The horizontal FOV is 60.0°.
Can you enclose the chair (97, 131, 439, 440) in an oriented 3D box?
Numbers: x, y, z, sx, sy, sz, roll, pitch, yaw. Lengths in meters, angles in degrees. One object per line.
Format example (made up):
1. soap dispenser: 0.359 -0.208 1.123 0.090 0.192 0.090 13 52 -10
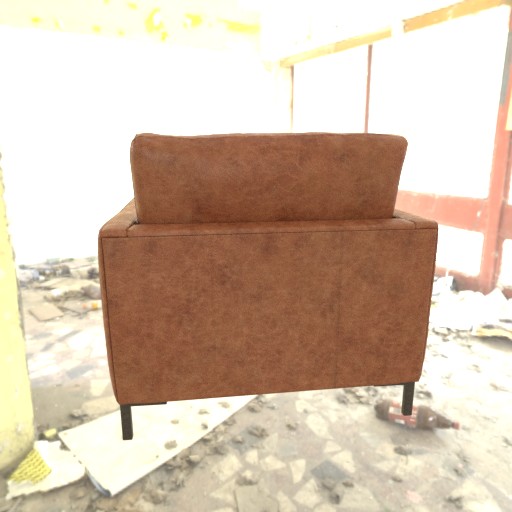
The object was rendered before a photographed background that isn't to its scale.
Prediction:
1. chair: 0.000 0.000 1.635 0.967 0.869 0.862 -2 14 -8
